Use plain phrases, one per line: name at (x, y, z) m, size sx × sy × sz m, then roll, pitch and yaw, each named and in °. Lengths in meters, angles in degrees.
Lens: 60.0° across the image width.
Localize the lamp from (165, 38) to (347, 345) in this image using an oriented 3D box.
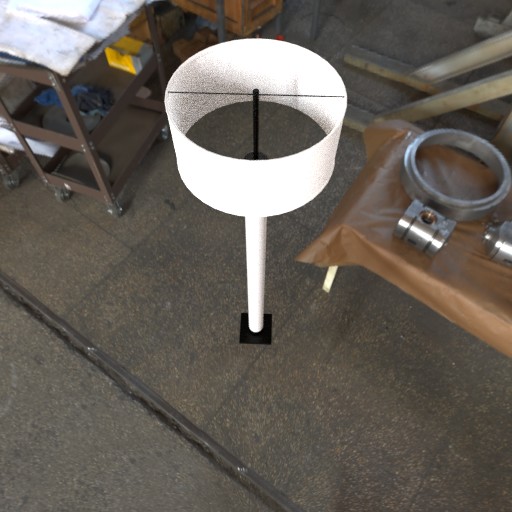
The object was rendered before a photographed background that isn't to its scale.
lamp at (0.000, 0.000, 1.645) m, size 0.420 × 1.475 × 0.420 m, roll 2°, pitch 59°, yaw 1°
